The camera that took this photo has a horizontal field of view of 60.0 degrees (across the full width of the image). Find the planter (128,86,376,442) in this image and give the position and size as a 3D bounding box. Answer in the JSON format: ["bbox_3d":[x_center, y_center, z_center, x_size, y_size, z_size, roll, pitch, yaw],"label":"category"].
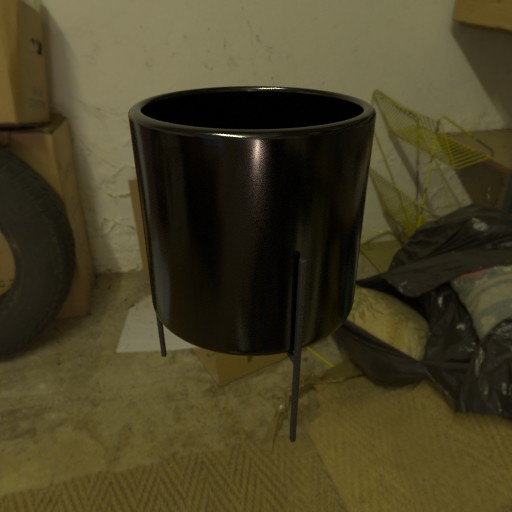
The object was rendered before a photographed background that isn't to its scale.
[{"bbox_3d":[0.000,0.000,0.653,0.310,0.432,0.310,-19,34,-30],"label":"planter"}]
